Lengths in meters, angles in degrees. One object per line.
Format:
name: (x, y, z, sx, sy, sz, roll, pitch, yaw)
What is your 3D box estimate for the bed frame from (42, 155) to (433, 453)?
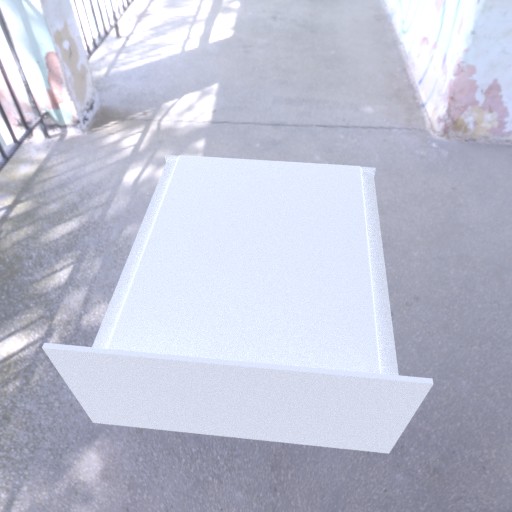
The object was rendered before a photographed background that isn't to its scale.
bed frame: (0.000, 0.000, 2.774, 1.622, 0.800, 1.960, 4, 48, 4)
